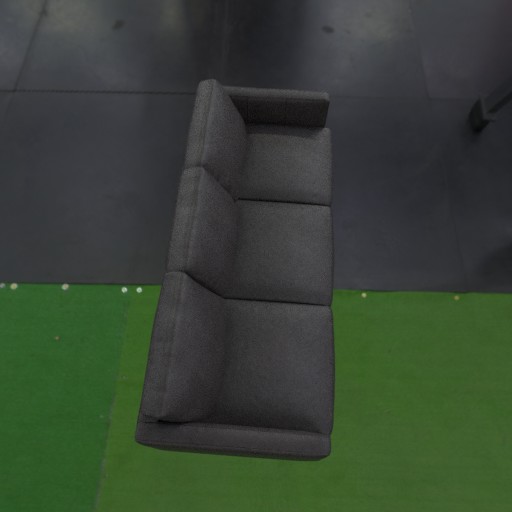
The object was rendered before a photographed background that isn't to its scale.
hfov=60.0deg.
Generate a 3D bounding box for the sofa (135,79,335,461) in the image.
[{"bbox_3d":[0.000,0.000,2.985,1.045,1.006,2.464,4,64,2],"label":"sofa"}]
